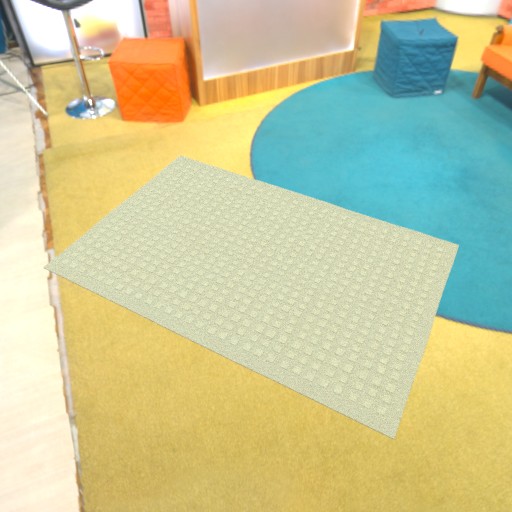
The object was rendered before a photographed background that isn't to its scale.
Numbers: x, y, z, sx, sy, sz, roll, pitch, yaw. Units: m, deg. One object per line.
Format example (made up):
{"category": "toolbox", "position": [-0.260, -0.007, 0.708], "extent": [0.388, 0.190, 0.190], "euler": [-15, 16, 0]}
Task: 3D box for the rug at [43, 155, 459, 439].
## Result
{"category": "rug", "position": [0.000, 0.000, 2.214], "extent": [1.747, 0.006, 1.143], "euler": [21, 49, 20]}
